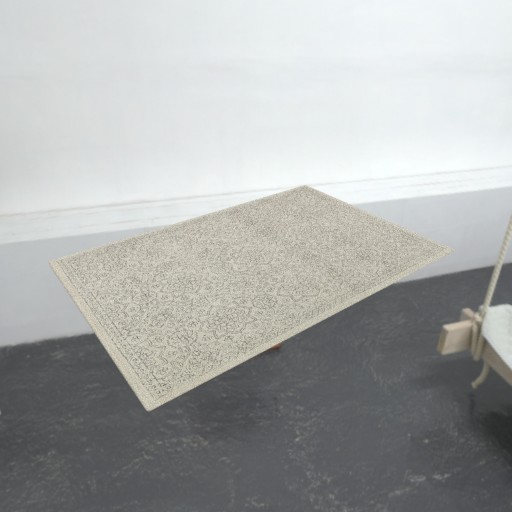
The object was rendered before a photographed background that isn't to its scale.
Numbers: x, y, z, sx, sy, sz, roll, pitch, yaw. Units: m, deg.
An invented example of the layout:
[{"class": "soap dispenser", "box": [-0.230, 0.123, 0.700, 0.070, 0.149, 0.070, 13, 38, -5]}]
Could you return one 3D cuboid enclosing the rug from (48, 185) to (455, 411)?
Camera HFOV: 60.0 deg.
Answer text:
[{"class": "rug", "box": [0.000, 0.000, 2.980, 2.286, 0.011, 1.524, -21, 36, -31]}]
